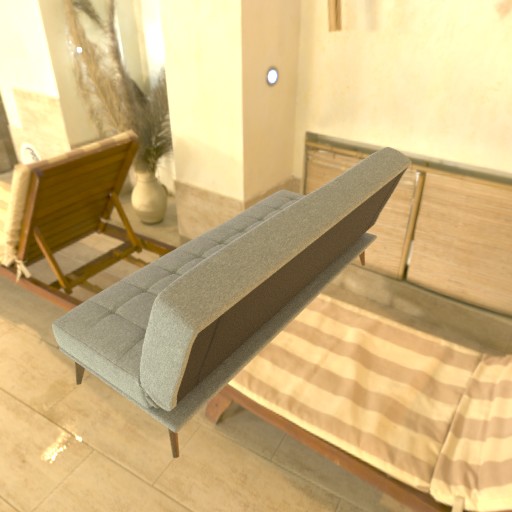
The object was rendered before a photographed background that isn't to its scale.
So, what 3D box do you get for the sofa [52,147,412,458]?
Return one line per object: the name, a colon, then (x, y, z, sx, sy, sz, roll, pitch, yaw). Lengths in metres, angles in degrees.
sofa: (0.000, 0.000, 2.245, 0.860, 0.810, 1.800, 21, 37, 30)
